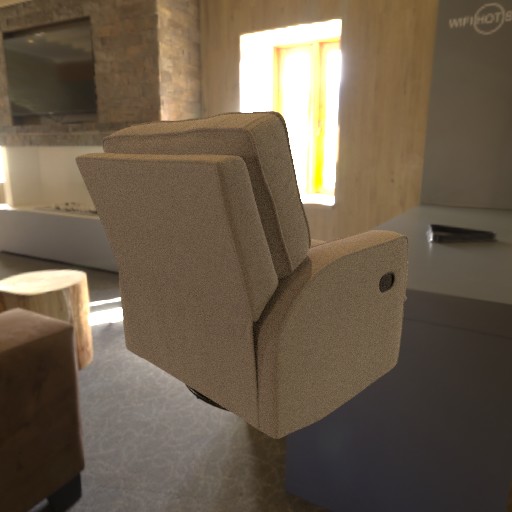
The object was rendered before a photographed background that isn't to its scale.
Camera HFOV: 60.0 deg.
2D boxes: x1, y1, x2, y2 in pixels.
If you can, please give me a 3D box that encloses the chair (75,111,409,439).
[{"bbox_3d":[0.000,0.000,1.635,0.861,0.964,0.969,13,19,43],"label":"chair"}]
